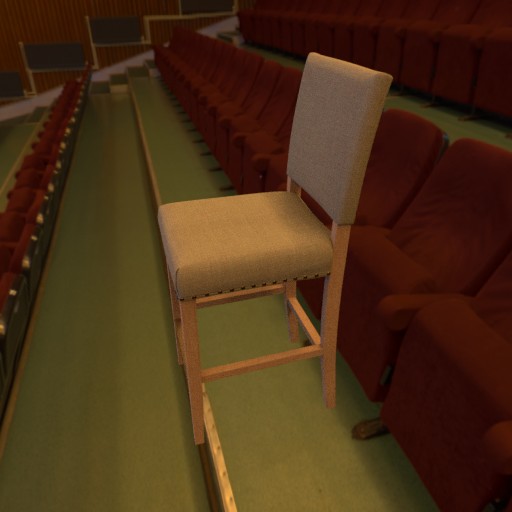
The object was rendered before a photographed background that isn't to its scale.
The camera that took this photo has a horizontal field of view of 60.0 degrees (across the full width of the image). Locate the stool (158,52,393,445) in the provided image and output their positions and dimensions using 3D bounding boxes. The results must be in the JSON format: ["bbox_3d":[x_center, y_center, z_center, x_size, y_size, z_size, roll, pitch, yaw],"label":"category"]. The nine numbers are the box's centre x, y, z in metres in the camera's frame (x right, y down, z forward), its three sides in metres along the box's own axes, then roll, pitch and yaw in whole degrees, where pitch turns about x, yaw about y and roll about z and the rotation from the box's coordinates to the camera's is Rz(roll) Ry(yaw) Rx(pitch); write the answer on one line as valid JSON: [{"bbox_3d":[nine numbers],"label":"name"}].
[{"bbox_3d":[0.000,0.000,1.468,0.585,1.173,0.445,-9,32,-14],"label":"stool"}]
